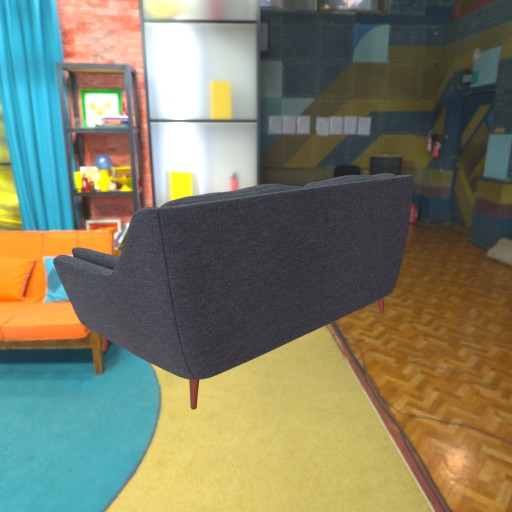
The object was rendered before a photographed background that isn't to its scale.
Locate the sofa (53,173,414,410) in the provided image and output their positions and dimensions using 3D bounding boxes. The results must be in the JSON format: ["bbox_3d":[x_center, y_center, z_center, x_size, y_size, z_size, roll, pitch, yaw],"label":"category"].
[{"bbox_3d":[0.000,0.000,2.507,1.929,0.896,0.975,-14,21,-42],"label":"sofa"}]
